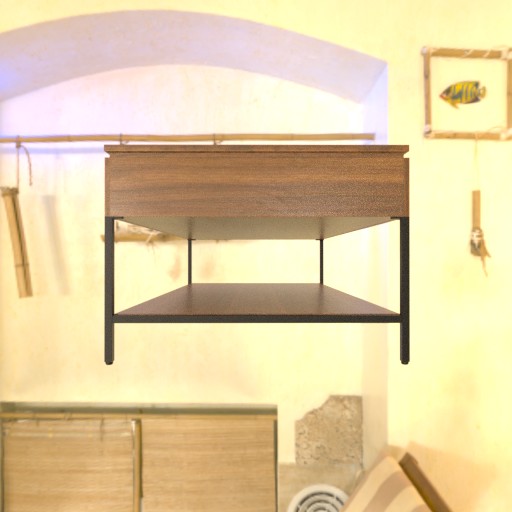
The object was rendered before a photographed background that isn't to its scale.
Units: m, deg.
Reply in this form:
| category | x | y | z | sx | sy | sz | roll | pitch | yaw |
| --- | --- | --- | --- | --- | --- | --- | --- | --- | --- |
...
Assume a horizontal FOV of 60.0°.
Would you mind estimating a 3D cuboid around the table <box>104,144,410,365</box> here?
| category | x | y | z | sx | sy | sz | roll | pitch | yaw |
| --- | --- | --- | --- | --- | --- | --- | --- | --- | --- |
| table | 0.000 | 0.000 | 1.360 | 0.574 | 0.414 | 1.057 | 0 | 0 | 0 |
